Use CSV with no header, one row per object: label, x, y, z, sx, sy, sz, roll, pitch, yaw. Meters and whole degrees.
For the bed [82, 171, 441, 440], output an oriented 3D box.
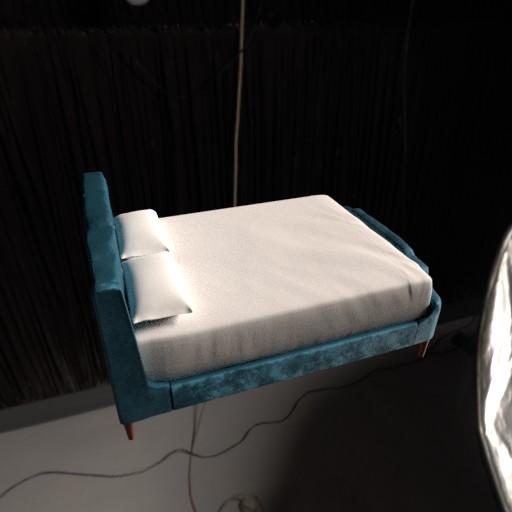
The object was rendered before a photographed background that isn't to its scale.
bed,0.000,0.000,3.415,2.322,1.338,1.678,-10,32,-17
